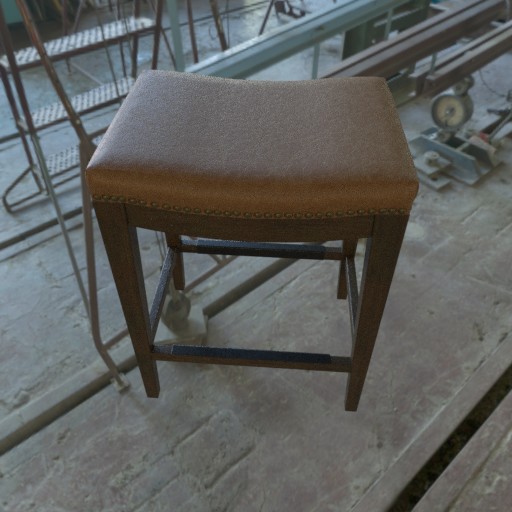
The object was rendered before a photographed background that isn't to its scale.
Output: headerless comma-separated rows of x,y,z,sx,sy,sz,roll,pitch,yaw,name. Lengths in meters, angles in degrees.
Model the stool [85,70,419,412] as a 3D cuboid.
0.000,0.000,0.948,0.500,0.660,0.361,3,46,3,stool
